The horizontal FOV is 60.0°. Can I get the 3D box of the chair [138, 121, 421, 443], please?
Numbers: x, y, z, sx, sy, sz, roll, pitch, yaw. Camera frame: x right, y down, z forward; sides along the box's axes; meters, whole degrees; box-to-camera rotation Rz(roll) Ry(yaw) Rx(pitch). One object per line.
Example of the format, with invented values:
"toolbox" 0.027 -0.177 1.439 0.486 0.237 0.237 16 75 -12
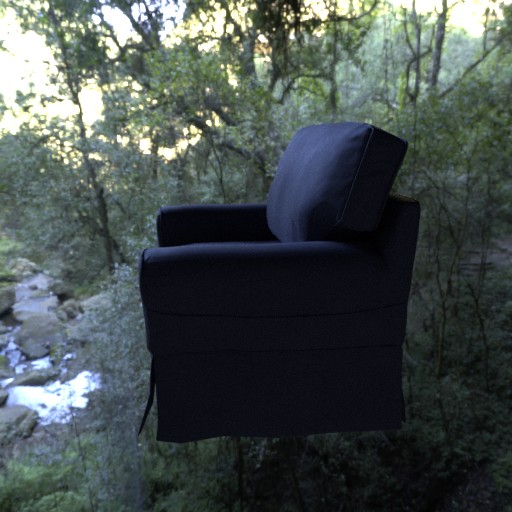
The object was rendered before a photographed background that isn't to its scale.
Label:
"chair" 0.000 0.000 1.976 1.002 1.140 1.119 -2 16 -8
